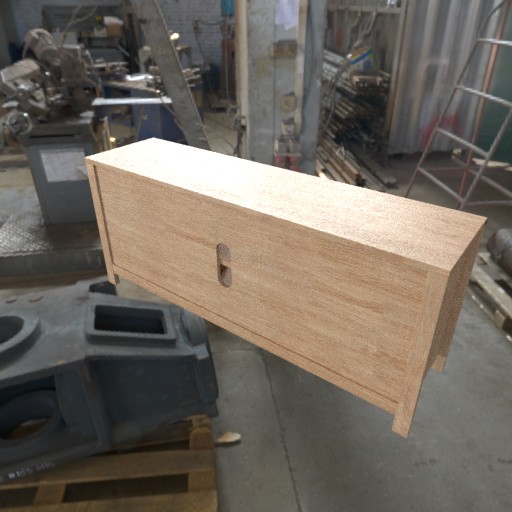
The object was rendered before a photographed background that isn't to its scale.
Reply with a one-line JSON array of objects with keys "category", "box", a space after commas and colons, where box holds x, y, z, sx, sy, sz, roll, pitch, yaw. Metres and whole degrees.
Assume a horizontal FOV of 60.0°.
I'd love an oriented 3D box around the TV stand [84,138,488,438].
[{"category": "TV stand", "box": [0.000, 0.000, 1.730, 1.466, 0.610, 0.398, 21, 36, 31]}]
